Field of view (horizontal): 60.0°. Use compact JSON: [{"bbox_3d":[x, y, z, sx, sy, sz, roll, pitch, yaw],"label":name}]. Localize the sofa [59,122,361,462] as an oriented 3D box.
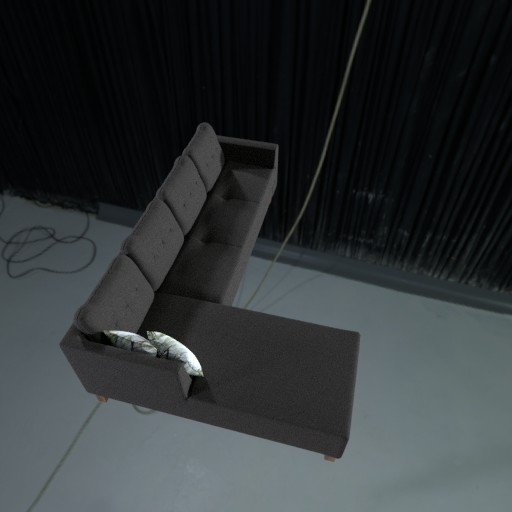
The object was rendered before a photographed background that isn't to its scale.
[{"bbox_3d":[0.000,0.000,3.655,1.829,0.932,2.679,11,48,10],"label":"sofa"}]
